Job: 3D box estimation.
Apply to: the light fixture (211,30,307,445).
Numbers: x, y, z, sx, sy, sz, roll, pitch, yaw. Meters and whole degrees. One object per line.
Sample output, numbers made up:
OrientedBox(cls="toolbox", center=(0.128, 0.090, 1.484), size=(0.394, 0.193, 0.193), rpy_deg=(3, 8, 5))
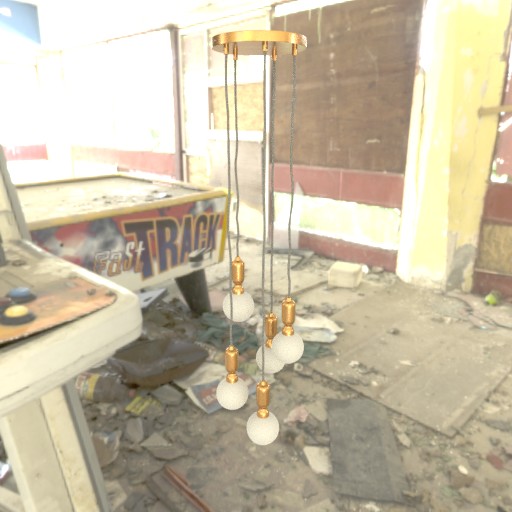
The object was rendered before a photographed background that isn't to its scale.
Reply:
OrientedBox(cls="light fixture", center=(0.000, 0.000, 0.513), size=(0.105, 0.457, 0.108), rpy_deg=(-8, 19, -25))
